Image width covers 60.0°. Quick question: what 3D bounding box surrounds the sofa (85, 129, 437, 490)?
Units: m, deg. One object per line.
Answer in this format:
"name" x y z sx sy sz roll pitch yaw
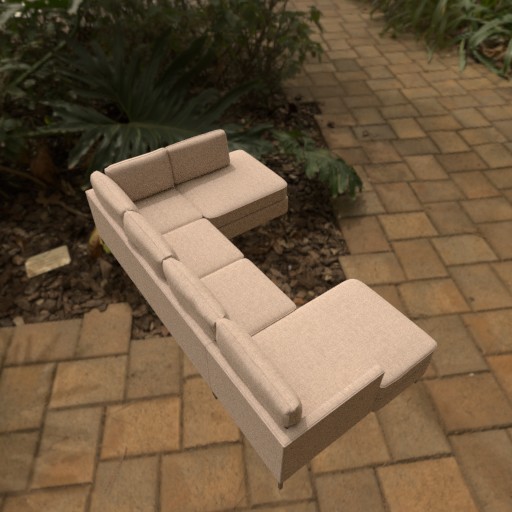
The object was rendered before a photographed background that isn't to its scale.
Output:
"sofa" 0.000 0.000 4.266 2.021 0.996 3.423 -27 49 -25
